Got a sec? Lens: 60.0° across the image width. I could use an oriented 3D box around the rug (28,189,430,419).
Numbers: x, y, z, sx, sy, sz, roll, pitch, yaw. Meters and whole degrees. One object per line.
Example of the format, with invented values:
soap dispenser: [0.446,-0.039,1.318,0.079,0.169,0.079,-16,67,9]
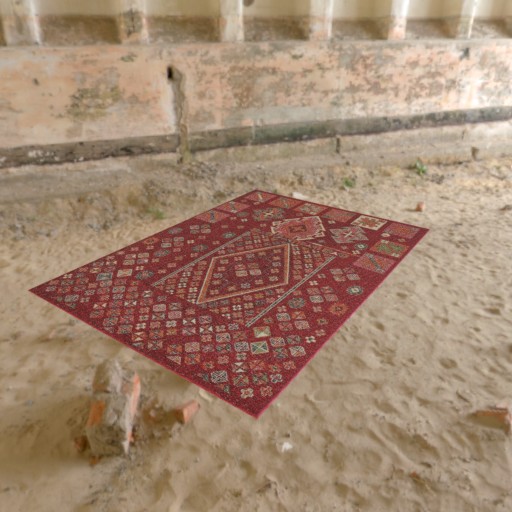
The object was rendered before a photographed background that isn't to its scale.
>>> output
rug: [0.000,0.000,4.328,2.389,0.011,3.306,18,32,31]
